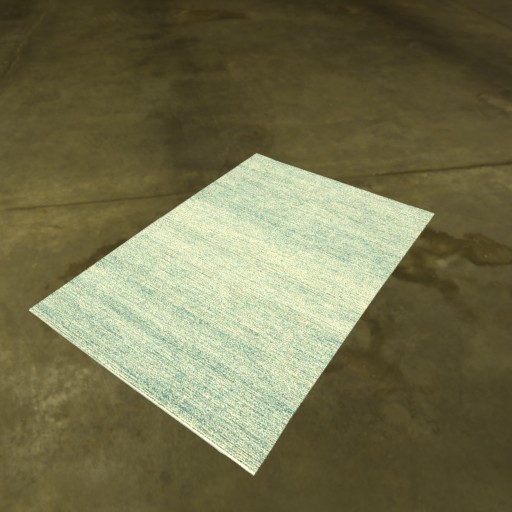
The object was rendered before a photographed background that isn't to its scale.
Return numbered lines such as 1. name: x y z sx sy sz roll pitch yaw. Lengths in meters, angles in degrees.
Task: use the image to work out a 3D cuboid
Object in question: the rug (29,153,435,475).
1. rug: 0.000 0.000 2.923 1.613 0.030 2.306 25 47 26
